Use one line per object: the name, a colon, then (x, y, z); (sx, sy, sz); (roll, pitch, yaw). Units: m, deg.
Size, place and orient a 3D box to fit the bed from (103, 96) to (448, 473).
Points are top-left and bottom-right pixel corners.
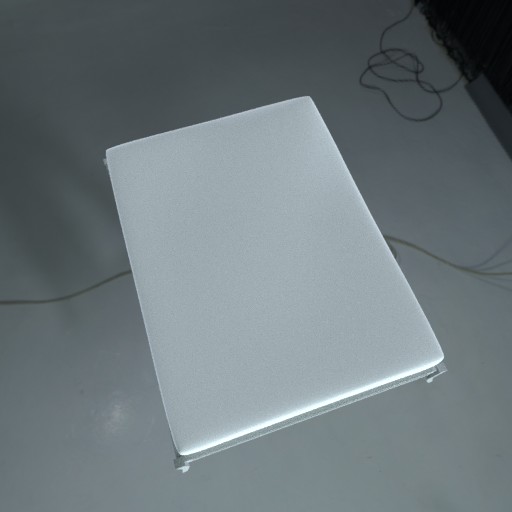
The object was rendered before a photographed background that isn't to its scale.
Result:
bed: (0.000, 0.000, 2.850); (1.604, 0.510, 2.108); (-17, 66, -8)
